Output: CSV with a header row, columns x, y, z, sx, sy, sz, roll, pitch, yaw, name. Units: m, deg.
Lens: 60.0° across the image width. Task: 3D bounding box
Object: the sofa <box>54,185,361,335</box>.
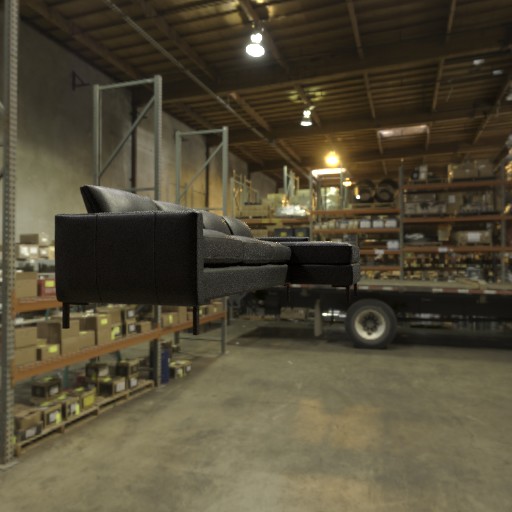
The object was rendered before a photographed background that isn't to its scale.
x,y,z,sx,sy,sz,roll,pitch,yaw,name
0.000,0.000,3.704,1.471,0.859,2.993,0,0,18,sofa
